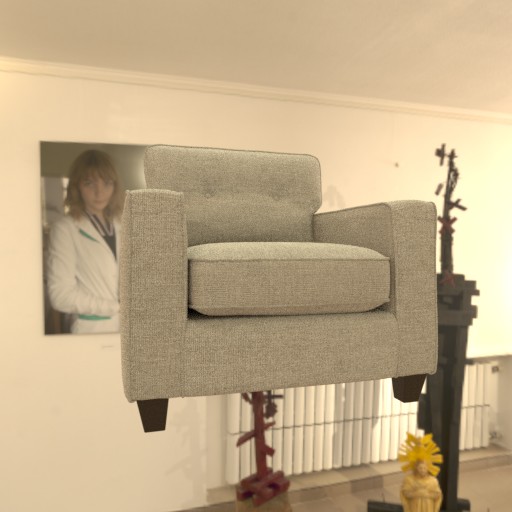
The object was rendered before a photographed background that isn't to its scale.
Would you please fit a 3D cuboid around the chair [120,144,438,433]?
[{"bbox_3d":[0.000,0.000,1.732,1.015,0.965,0.939,0,1,-17],"label":"chair"}]
